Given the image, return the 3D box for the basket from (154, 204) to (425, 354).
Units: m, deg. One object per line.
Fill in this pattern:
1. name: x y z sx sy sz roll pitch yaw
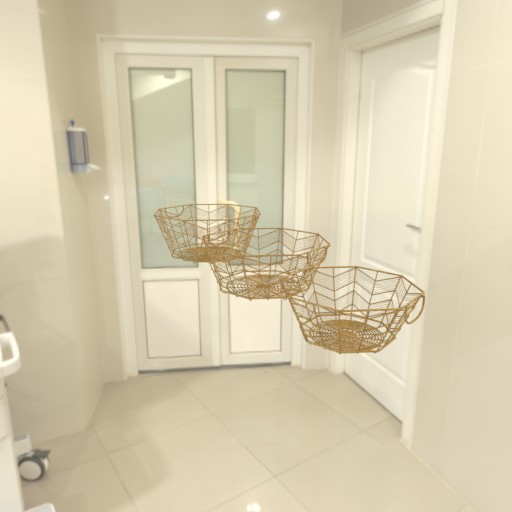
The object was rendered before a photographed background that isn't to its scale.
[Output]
1. basket: 0.000 0.000 1.412 0.432 0.178 1.245 -7 16 -27
